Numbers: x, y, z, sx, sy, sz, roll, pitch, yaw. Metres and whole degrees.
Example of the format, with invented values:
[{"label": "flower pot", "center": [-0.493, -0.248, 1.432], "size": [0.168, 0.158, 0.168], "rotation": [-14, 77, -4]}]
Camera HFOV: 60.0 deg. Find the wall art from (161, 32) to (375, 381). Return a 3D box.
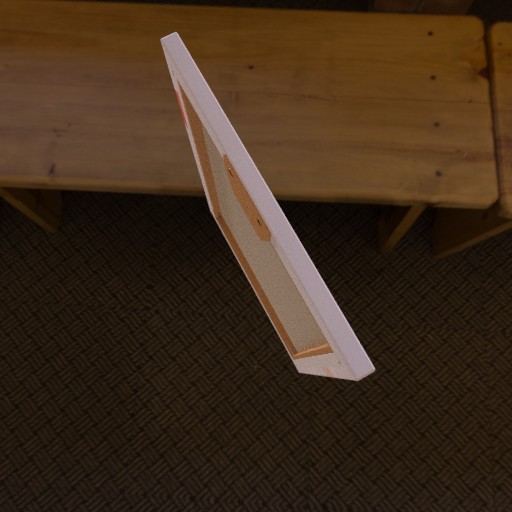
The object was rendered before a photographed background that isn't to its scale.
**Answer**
[{"label": "wall art", "center": [0.000, 0.000, 1.308], "size": [0.045, 1.014, 0.759], "rotation": [-28, 78, -7]}]
